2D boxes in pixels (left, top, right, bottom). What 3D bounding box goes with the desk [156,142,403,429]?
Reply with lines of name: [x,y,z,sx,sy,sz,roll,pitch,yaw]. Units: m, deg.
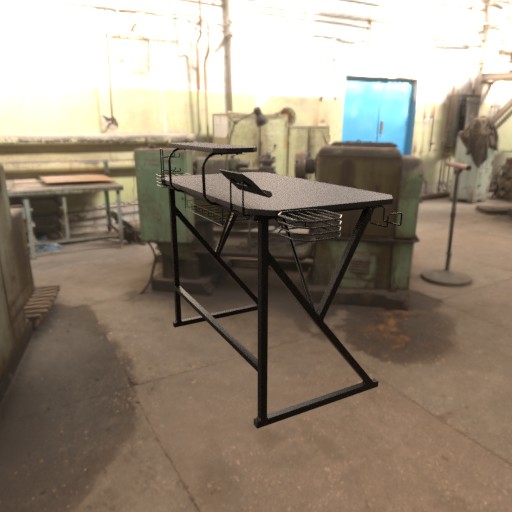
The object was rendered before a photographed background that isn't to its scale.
desk: [0.000,0.000,1.793,0.580,0.880,1.290,-9,18,-27]
